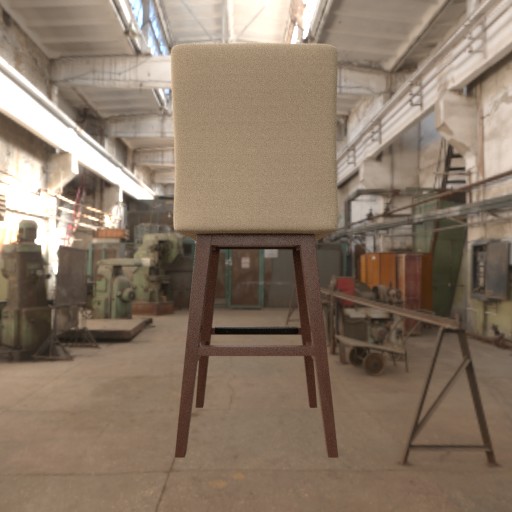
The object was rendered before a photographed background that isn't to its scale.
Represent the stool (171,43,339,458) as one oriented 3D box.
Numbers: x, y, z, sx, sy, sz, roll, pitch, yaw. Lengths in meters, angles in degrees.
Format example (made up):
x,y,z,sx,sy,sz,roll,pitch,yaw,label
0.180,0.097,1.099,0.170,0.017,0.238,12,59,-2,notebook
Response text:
x,y,z,sx,sy,sz,roll,pitch,yaw,label
0.000,0.000,1.393,0.483,1.093,0.559,0,-1,0,stool
